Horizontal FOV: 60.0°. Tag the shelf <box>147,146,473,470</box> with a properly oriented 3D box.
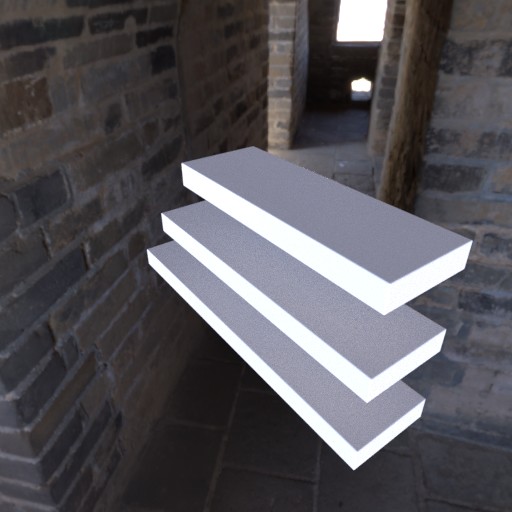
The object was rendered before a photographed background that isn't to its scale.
[{"bbox_3d":[0.000,0.000,0.734,0.140,0.293,0.610,-21,38,-30],"label":"shelf"}]
